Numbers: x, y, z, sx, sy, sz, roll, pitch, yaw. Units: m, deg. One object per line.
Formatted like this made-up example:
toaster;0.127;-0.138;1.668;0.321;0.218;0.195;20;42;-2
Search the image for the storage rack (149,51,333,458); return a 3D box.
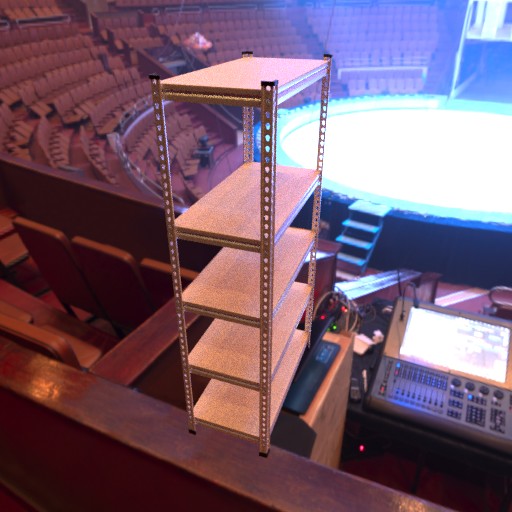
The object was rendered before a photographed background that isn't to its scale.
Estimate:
storage rack;0.000;0.000;2.274;0.457;1.829;0.914;10;31;17
